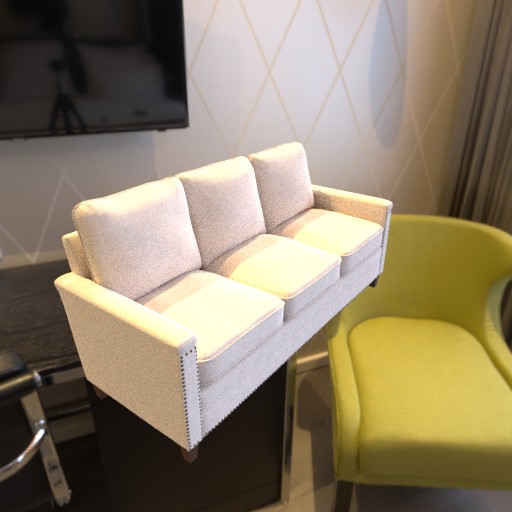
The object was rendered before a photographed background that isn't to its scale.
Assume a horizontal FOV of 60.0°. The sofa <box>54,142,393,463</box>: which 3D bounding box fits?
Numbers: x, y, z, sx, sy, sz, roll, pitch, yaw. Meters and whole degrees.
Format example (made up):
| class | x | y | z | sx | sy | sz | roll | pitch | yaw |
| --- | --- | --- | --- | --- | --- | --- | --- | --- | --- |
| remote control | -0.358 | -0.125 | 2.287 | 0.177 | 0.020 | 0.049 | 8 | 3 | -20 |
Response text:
| class | x | y | z | sx | sy | sz | roll | pitch | yaw |
| --- | --- | --- | --- | --- | --- | --- | --- | --- | --- |
| sofa | 0.000 | 0.000 | 2.466 | 0.828 | 0.961 | 1.925 | 18 | 31 | 33 |
